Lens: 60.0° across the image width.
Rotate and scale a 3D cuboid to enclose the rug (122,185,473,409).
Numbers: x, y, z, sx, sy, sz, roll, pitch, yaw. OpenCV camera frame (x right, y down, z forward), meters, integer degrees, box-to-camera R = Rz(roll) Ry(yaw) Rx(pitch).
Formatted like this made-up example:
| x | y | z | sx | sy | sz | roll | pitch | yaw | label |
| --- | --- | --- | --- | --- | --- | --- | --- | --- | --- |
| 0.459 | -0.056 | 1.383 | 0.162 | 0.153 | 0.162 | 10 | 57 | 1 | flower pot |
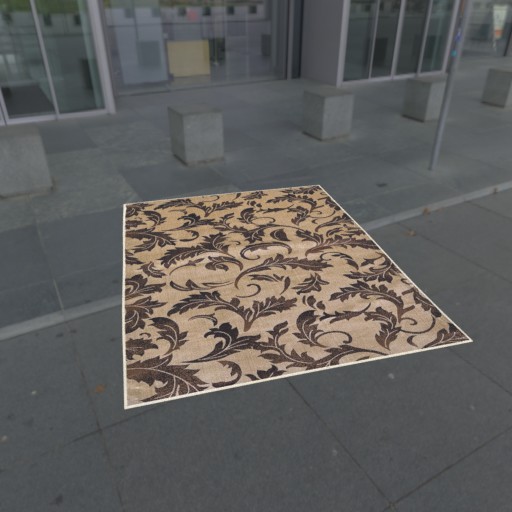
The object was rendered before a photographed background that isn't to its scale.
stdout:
| x | y | z | sx | sy | sz | roll | pitch | yaw | label |
| --- | --- | --- | --- | --- | --- | --- | --- | --- | --- |
| 0.000 | 0.000 | 4.077 | 2.380 | 0.008 | 2.977 | -8 | 32 | -12 | rug |
